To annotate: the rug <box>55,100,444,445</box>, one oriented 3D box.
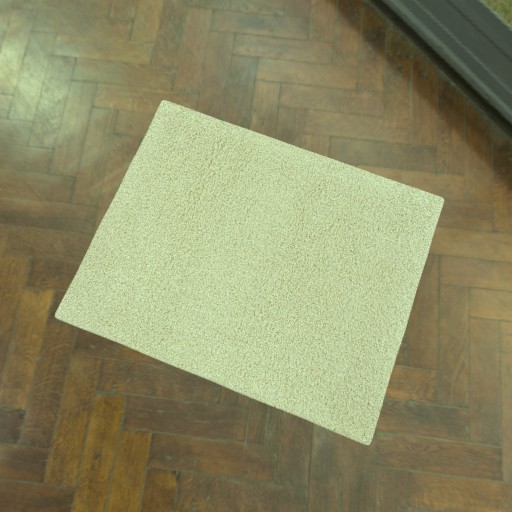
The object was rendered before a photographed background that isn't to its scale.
[{"bbox_3d":[0.000,0.000,4.224,3.047,0.029,2.438,21,77,5],"label":"rug"}]
